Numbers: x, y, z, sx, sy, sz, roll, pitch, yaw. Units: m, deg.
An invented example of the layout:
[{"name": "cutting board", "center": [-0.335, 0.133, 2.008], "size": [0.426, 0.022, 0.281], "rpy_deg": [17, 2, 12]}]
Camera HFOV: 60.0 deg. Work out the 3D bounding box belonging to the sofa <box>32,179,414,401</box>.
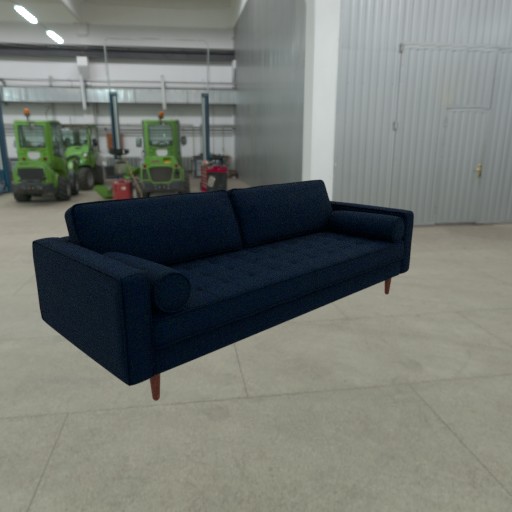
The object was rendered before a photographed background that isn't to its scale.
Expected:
[{"name": "sofa", "center": [0.000, 0.000, 2.643], "size": [2.210, 0.762, 0.914], "rpy_deg": [-14, 20, -43]}]
